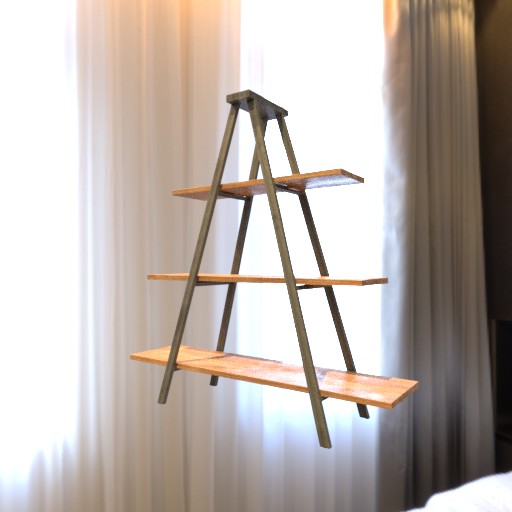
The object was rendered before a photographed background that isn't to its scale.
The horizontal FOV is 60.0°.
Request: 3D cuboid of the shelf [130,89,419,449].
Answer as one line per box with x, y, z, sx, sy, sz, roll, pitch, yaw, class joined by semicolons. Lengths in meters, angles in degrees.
0.000;0.000;2.615;1.746;1.808;0.508;-1;-1;35;shelf
